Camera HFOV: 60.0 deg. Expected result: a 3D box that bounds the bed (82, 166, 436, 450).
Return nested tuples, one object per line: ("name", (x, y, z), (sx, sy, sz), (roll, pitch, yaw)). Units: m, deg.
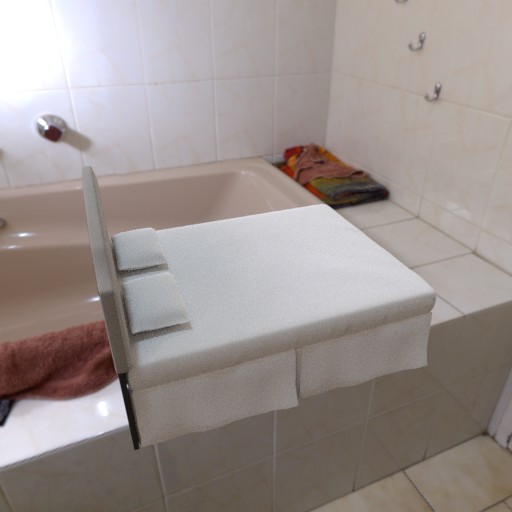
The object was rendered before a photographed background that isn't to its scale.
("bed", (0.000, 0.000, 3.008), (1.999, 1.270, 1.558), (-11, 32, -18))
